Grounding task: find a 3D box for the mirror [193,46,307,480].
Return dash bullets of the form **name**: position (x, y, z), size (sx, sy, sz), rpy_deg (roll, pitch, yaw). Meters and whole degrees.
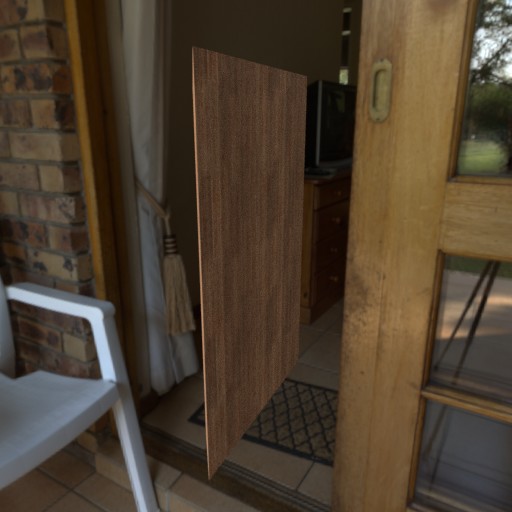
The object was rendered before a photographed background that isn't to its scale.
- **mirror**: position (0.000, 0.000, 1.272), size (0.047, 1.010, 0.651), rpy_deg (8, 19, 24)
